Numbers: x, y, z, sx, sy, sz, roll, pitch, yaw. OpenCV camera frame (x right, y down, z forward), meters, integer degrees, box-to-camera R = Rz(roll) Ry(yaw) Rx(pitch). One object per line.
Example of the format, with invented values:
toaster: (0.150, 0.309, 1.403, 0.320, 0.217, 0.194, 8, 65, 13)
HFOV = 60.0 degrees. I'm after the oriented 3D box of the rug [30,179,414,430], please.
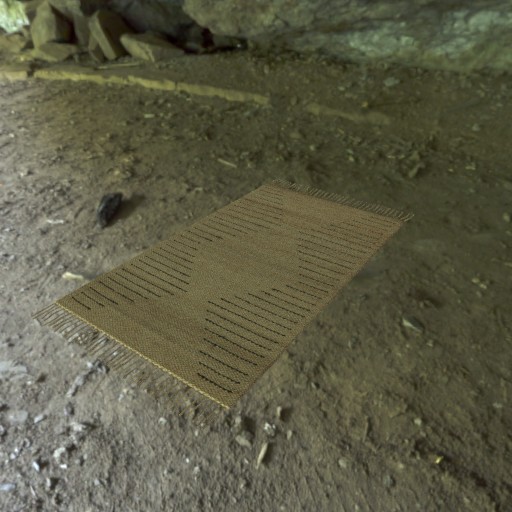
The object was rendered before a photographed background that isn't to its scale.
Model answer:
rug: (0.000, 0.000, 2.049, 0.905, 0.017, 1.718, 21, 37, 30)
